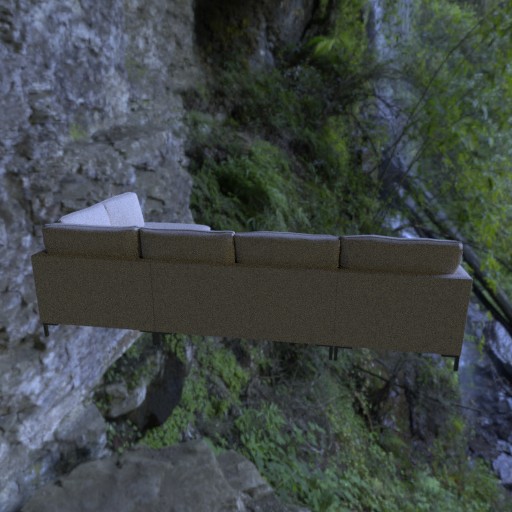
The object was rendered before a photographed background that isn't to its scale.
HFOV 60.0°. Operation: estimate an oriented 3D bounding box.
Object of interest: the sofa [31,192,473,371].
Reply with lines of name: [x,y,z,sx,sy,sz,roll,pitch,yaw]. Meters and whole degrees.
sofa: [0.000,0.000,4.311,3.423,0.996,2.021,3,18,9]
